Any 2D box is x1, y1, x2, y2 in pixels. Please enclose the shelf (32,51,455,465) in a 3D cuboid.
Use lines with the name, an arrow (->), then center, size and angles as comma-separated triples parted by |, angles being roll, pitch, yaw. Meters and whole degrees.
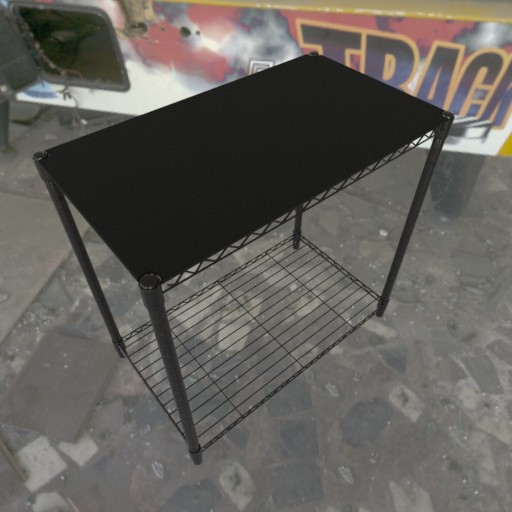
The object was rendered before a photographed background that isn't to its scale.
shelf -> 0.000, 0.000, 0.897 | 0.589, 0.564, 0.338 | -31, 54, -26
